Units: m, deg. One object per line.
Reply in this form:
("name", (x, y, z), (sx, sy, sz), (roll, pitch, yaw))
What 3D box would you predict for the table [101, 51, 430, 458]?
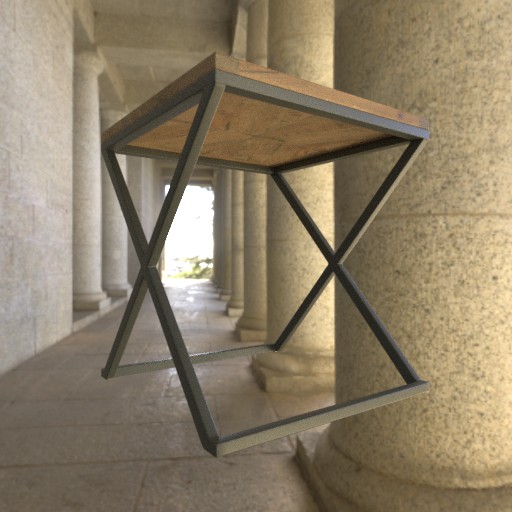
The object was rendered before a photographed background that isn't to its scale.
("table", (0.000, 0.000, 0.938), (0.499, 0.550, 0.498), (0, 0, -36))
